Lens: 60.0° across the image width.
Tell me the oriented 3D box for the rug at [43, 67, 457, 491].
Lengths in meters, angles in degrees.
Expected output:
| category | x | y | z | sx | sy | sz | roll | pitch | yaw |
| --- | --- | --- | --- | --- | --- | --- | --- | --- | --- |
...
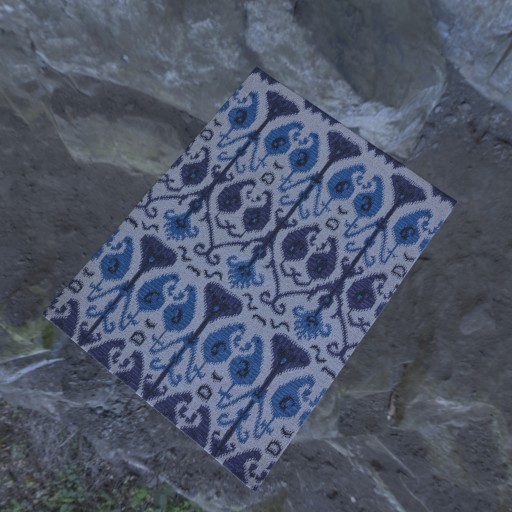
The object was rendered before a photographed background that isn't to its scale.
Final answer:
| category | x | y | z | sx | sy | sz | roll | pitch | yaw |
| --- | --- | --- | --- | --- | --- | --- | --- | --- | --- |
| rug | 0.000 | 0.000 | 4.145 | 2.443 | 0.024 | 3.228 | 37 | 80 | 8 |
